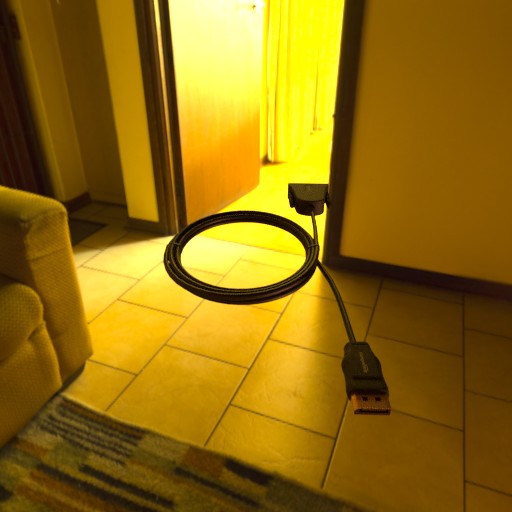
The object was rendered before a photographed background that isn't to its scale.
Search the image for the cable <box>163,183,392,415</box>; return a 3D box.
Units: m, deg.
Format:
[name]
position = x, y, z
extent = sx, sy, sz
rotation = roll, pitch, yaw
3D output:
[cable]
position = 0.000, 0.000, 0.325
extent = 0.136, 0.015, 0.281
rotation = 1, 30, 2
